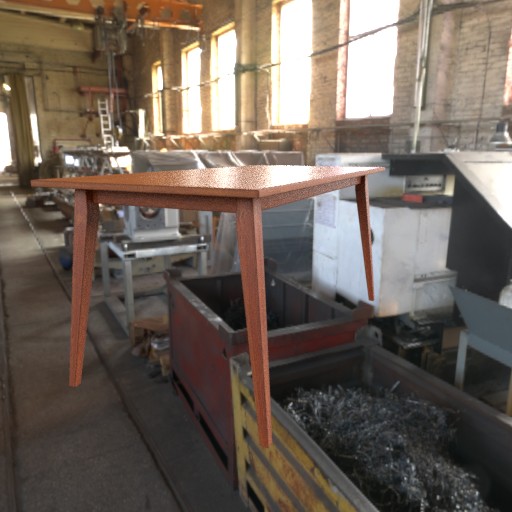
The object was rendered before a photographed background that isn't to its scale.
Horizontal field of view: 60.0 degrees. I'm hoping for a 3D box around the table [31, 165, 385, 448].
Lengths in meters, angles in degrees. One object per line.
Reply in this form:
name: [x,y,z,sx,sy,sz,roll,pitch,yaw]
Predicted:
table: [0.000,0.000,2.024,0.811,0.755,1.609,7,15,26]
